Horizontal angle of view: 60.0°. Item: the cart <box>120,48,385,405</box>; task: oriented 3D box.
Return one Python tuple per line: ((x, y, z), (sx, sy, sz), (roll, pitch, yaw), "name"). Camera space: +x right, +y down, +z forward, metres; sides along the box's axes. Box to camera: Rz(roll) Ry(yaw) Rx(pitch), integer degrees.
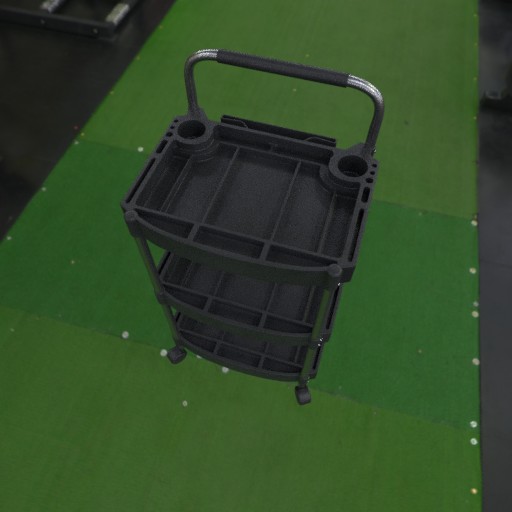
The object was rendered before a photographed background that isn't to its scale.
((0.000, 0.000, 1.374), (0.584, 1.075, 0.518), (15, 58, 10), "cart")
